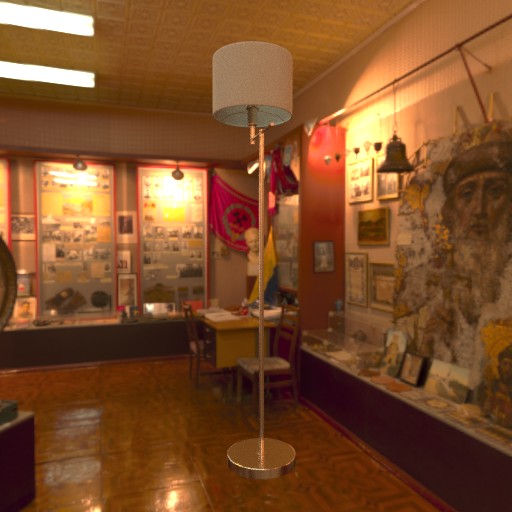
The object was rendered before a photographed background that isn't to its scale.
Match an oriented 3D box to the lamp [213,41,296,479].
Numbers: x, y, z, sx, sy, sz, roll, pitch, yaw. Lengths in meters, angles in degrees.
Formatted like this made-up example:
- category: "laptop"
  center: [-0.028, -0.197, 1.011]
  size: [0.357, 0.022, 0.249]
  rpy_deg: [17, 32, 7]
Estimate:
- category: "lamp"
  center: [0.000, 0.000, 1.780]
  size: [0.324, 1.600, 0.416]
  rpy_deg: [0, 1, -18]
